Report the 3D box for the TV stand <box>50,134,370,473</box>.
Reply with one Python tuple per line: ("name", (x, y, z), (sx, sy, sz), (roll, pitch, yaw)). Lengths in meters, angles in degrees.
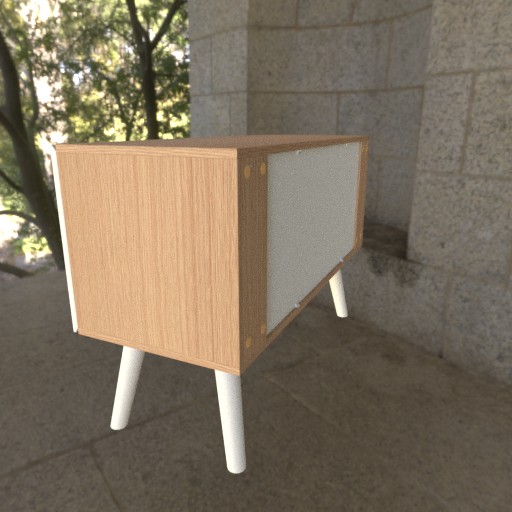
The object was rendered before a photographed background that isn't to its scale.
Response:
("TV stand", (0.000, 0.000, 1.288), (0.407, 0.660, 0.991), (8, 18, 24))
